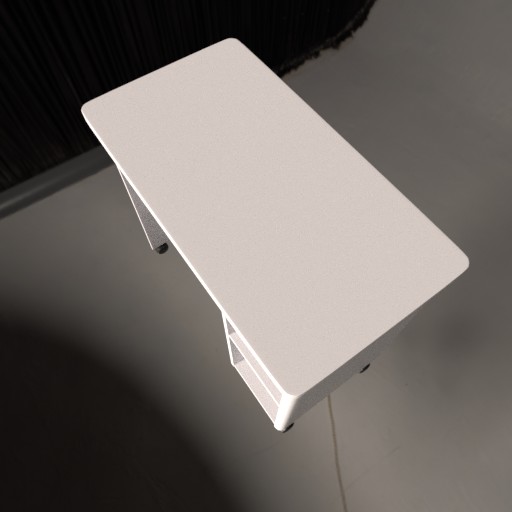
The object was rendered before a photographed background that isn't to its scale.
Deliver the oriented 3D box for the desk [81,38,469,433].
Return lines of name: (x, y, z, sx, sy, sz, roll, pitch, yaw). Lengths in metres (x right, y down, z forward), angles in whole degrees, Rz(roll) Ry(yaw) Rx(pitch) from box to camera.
desk: (0.000, 0.000, 1.338, 0.475, 0.763, 0.877, -32, 67, -16)
